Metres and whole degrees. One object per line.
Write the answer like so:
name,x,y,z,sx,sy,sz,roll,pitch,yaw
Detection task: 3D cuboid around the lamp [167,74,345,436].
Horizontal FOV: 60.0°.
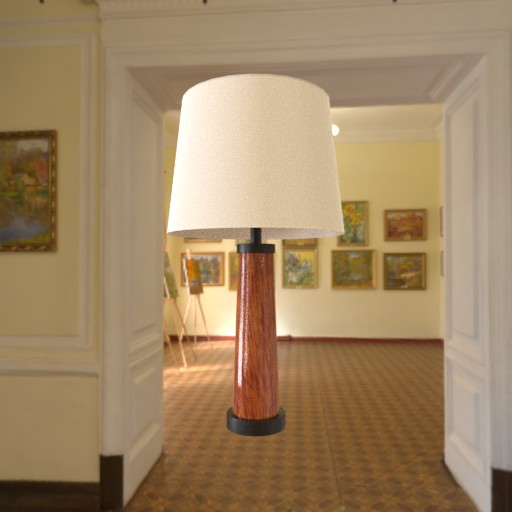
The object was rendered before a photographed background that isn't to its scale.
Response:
lamp,0.000,0.000,0.880,0.349,0.667,0.349,0,-1,0
